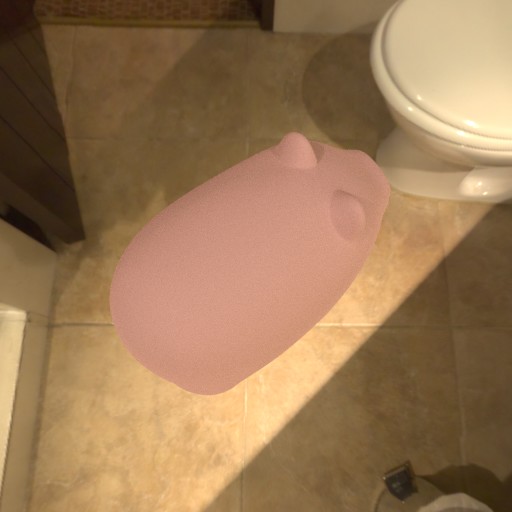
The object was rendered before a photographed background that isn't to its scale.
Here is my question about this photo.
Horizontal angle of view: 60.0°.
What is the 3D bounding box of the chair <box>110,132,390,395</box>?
[{"bbox_3d":[0.000,0.000,0.877,0.619,0.423,0.364,-35,78,-8],"label":"chair"}]
